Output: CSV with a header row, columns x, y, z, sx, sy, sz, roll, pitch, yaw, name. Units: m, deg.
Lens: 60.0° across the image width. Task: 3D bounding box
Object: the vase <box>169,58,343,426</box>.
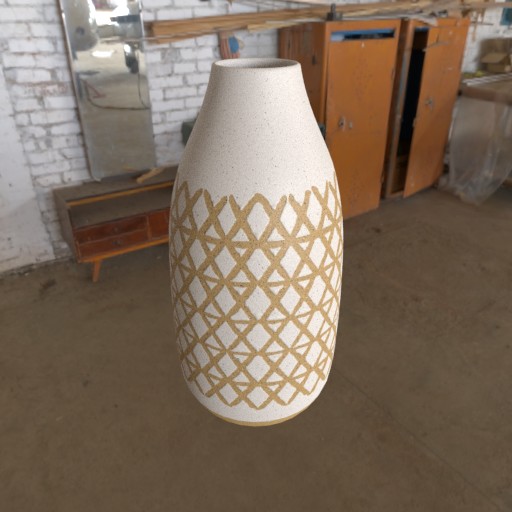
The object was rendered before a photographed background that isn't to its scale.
x,y,z,sx,sy,sz,roll,pitch,yaw,name
0.000,0.000,0.472,0.186,0.380,0.186,0,30,0,vase
